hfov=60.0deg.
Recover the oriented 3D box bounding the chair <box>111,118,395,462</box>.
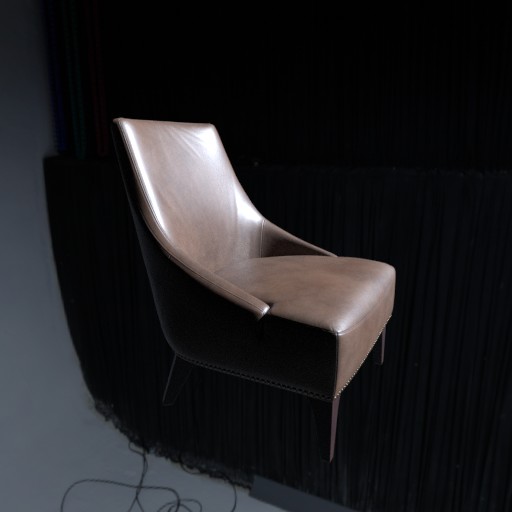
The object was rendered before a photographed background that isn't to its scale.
[{"bbox_3d":[0.000,0.000,1.531,0.861,0.909,0.701,7,16,27],"label":"chair"}]
